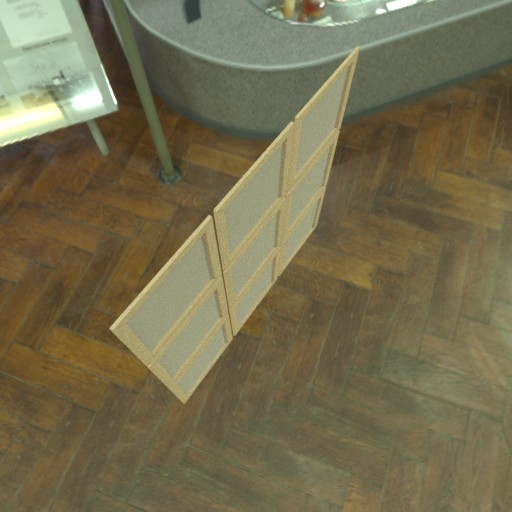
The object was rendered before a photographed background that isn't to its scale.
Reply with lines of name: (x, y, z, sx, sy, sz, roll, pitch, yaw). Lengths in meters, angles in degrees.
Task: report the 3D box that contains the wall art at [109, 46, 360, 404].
wall art: (0.000, 0.000, 2.284, 0.014, 1.507, 1.519, 32, 68, 15)
